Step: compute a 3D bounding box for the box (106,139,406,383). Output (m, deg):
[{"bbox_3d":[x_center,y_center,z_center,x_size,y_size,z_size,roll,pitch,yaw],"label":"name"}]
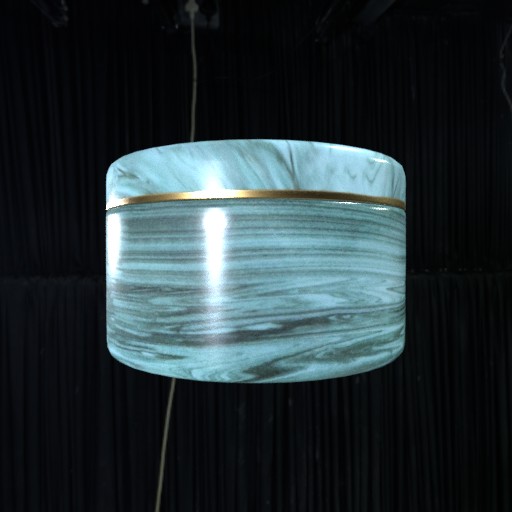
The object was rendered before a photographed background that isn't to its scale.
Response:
[{"bbox_3d":[0.000,0.000,0.159,0.101,0.063,0.101,0,1,0],"label":"box"}]
